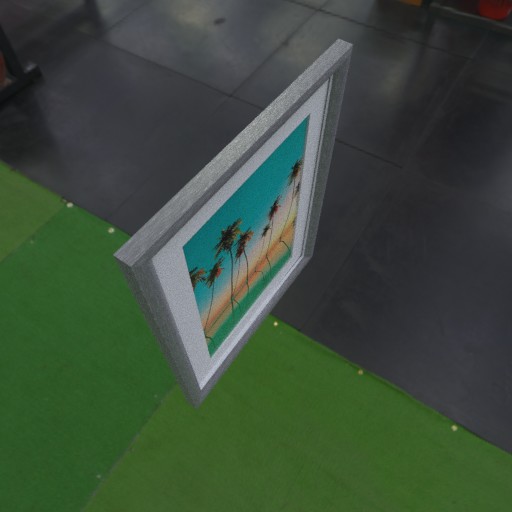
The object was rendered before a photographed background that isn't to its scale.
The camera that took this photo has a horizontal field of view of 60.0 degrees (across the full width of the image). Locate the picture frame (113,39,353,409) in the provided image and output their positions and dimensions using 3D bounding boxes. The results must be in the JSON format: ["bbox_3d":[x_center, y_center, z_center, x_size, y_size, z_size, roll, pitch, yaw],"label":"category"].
[{"bbox_3d":[0.000,0.000,0.771,0.029,0.559,0.454,31,62,18],"label":"picture frame"}]
